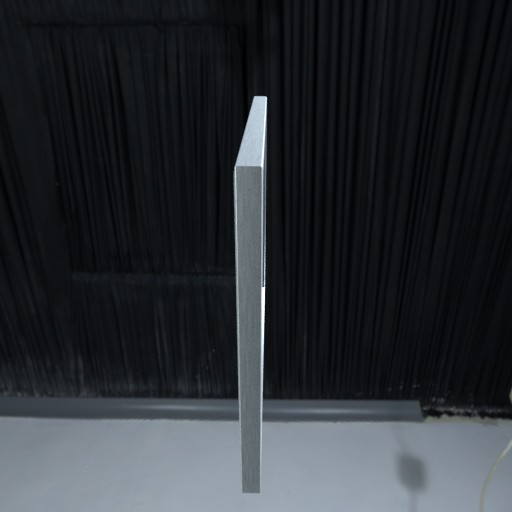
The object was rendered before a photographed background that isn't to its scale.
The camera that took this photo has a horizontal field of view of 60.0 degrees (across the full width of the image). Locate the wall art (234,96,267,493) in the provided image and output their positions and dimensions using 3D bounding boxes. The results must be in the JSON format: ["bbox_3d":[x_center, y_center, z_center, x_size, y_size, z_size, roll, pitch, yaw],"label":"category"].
[{"bbox_3d":[0.000,0.000,0.759,0.028,0.457,0.556,1,26,1],"label":"wall art"}]
